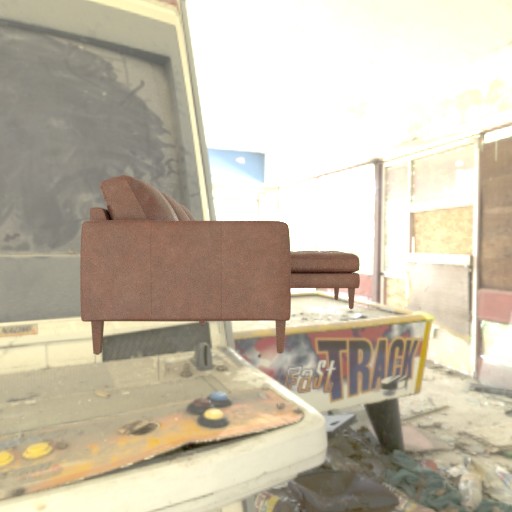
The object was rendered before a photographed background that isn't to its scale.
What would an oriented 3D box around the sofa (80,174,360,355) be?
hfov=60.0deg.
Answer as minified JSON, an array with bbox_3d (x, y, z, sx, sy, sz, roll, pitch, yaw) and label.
[{"bbox_3d":[0.000,0.000,3.046,1.613,0.841,2.185,0,2,-1],"label":"sofa"}]
